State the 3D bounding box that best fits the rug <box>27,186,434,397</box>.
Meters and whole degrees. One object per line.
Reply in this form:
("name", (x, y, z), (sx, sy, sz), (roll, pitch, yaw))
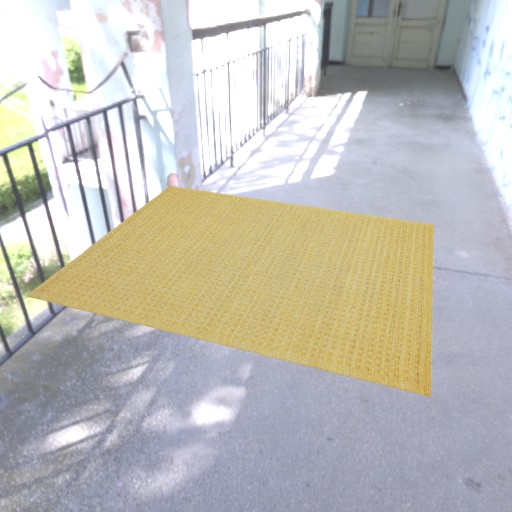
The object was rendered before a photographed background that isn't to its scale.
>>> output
("rug", (0.000, 0.000, 4.293), (3.242, 0.015, 2.486), (10, 33, 16))
